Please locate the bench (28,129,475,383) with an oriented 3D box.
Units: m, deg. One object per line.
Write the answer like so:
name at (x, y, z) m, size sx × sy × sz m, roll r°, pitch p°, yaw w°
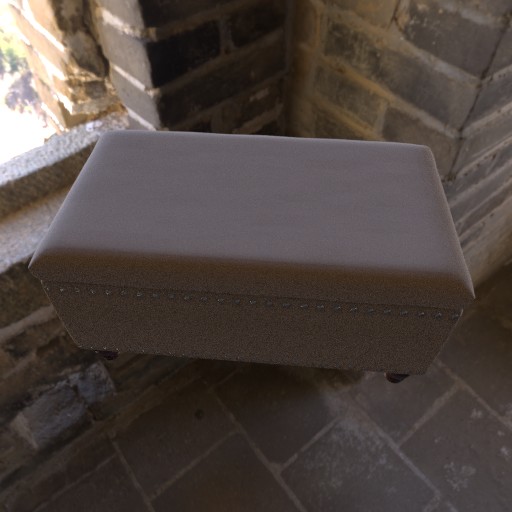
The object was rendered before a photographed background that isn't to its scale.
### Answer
bench at (0.000, 0.000, 1.174) m, size 0.887 × 0.449 × 0.500 m, roll 4°, pitch 48°, yaw 3°
